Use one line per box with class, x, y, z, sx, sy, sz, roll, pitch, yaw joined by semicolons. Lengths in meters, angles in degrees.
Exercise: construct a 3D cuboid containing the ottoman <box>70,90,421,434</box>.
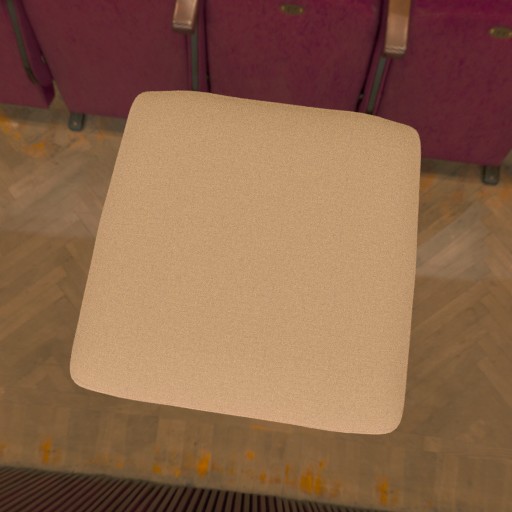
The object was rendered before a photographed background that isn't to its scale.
ottoman;0.000;0.000;1.476;0.977;0.467;0.996;8;77;2
